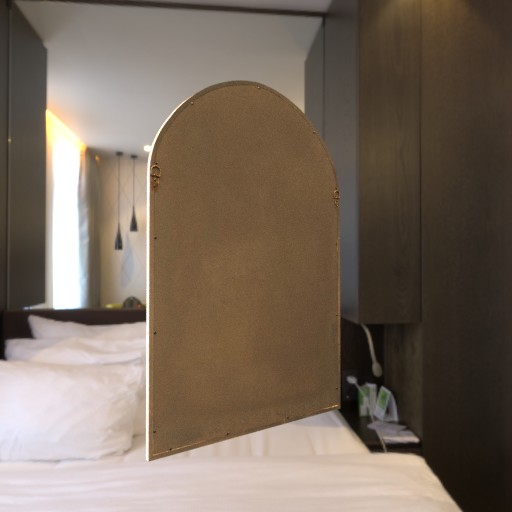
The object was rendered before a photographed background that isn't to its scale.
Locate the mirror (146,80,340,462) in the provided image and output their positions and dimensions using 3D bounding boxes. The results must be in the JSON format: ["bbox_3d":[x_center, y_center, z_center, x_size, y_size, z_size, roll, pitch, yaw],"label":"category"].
[{"bbox_3d":[0.000,0.000,1.177,0.609,0.915,0.032,1,-1,-36],"label":"mirror"}]
